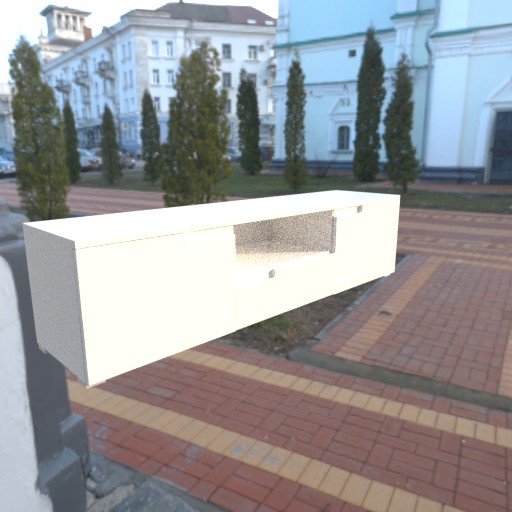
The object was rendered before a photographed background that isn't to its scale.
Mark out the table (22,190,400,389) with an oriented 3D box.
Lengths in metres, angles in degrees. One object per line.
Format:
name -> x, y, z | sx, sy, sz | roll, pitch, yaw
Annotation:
table -> 0.000, 0.000, 1.852 | 1.650, 0.420, 0.390 | -13, 19, -43
